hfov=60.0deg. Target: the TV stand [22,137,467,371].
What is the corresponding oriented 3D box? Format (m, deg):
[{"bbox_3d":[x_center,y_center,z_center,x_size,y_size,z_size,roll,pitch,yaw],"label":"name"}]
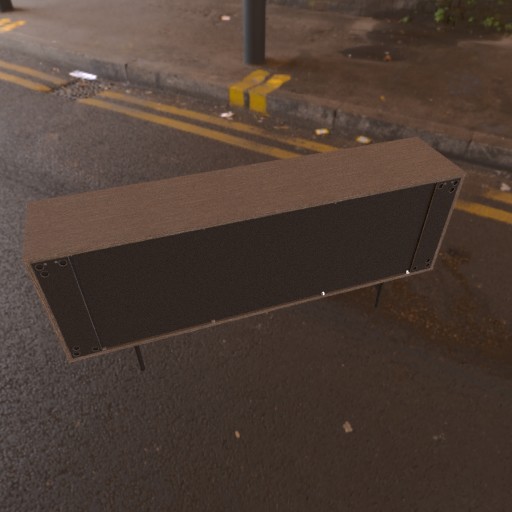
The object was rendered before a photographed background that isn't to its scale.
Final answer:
[{"bbox_3d":[0.000,0.000,2.114,1.804,0.787,0.405,-12,42,-14],"label":"TV stand"}]
